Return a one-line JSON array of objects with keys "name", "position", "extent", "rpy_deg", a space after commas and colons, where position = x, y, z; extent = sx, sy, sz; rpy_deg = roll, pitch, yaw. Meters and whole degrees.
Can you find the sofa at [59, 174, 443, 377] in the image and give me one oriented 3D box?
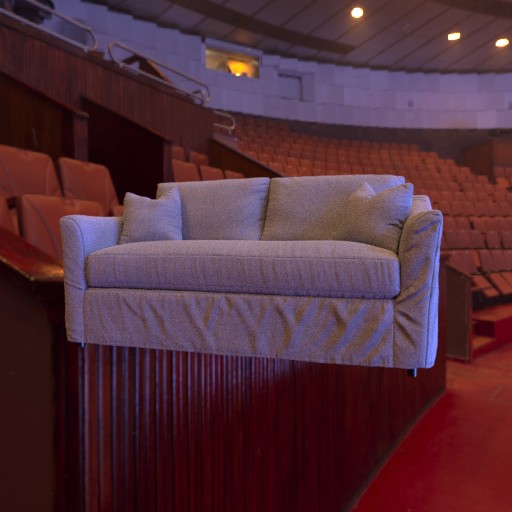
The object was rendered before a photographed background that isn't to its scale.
[{"name": "sofa", "position": [0.000, 0.000, 2.652], "extent": [2.010, 1.018, 1.072], "rpy_deg": [1, 2, 18]}]
